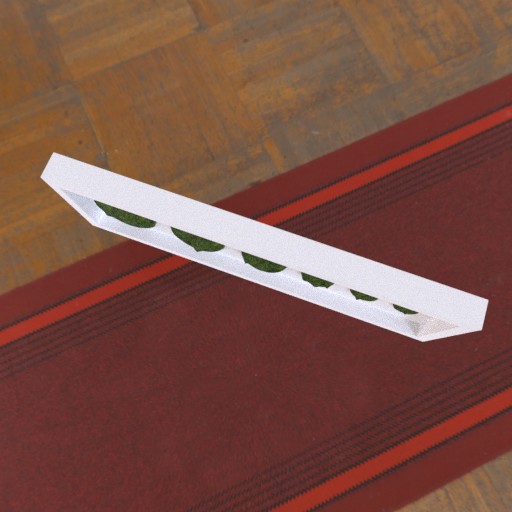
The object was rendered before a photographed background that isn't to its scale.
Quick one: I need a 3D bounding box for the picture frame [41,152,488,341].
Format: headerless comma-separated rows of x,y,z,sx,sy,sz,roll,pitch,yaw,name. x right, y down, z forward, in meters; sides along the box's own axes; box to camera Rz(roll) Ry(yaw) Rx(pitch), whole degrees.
0.000,0.000,0.844,0.759,0.250,0.050,19,76,5,picture frame
